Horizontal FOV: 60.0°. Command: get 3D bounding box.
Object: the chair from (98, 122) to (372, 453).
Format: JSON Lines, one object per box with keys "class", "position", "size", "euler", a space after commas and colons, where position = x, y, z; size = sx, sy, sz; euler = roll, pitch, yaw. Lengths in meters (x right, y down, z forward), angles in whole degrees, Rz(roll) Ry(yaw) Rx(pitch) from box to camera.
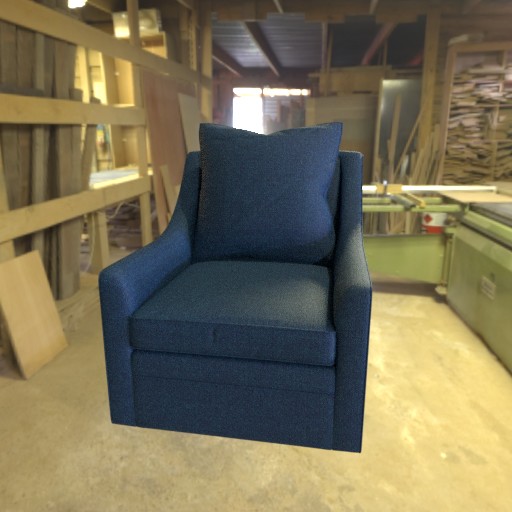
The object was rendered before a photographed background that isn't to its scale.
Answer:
{"class": "chair", "position": [0.000, 0.000, 1.590], "size": [0.750, 0.939, 0.870], "euler": [3, 15, 10]}
